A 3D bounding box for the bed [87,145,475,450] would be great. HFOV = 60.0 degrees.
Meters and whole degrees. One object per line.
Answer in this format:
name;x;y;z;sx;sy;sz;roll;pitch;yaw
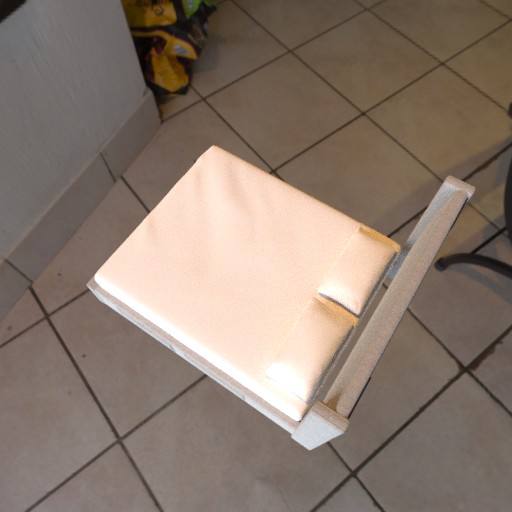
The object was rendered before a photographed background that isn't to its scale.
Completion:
bed;0.000;0.000;3.443;2.222;1.491;1.774;31;67;14
